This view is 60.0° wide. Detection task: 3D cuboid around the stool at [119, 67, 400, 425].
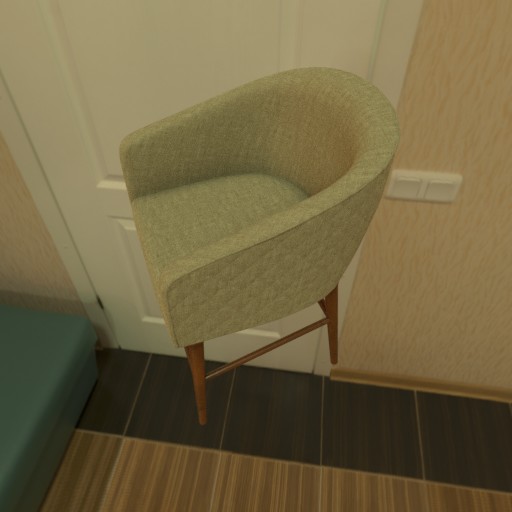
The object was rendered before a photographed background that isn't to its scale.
[{"bbox_3d":[0.000,0.000,1.340,0.635,0.952,0.559,-16,49,-14],"label":"stool"}]
